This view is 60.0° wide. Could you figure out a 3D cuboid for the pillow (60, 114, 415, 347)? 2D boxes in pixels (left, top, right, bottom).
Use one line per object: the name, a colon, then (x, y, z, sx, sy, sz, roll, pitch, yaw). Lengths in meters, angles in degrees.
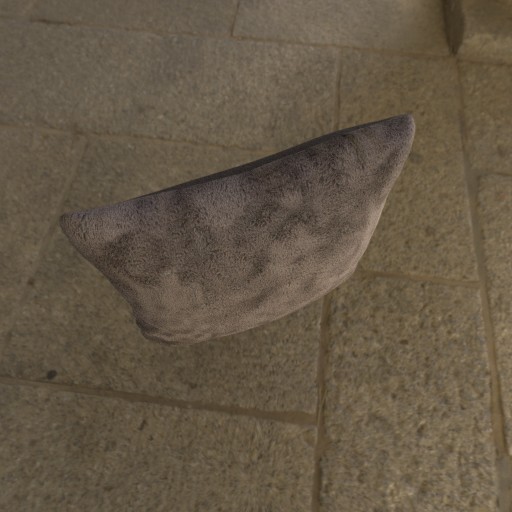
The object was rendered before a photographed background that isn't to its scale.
pillow: (0.000, 0.000, 0.812, 0.522, 0.520, 0.204, -20, 65, -10)
